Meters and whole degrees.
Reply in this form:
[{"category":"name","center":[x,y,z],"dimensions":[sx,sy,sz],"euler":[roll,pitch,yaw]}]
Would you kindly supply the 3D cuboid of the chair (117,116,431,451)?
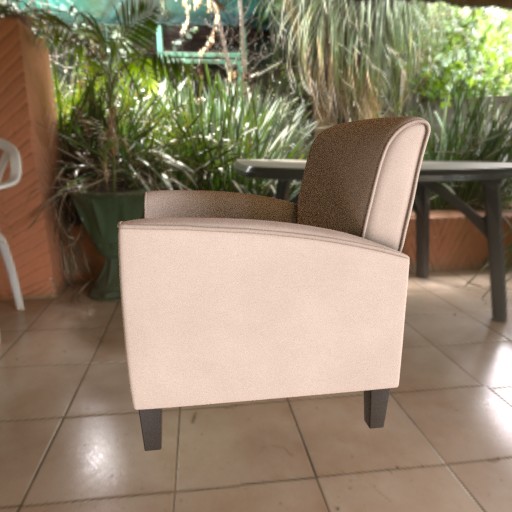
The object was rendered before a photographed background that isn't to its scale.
[{"category":"chair","center":[0.000,0.000,1.544],"dimensions":[0.820,0.915,0.820],"euler":[-2,14,-9]}]
